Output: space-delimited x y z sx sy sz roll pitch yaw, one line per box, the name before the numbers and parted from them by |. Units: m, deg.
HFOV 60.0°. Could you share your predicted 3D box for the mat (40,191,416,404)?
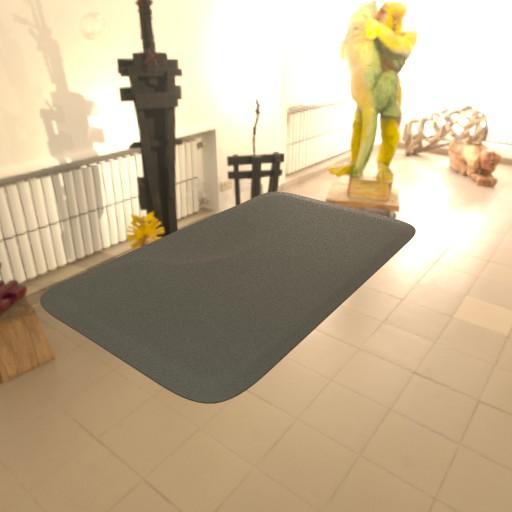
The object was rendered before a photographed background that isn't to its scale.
mat | 0.000 0.000 1.878 0.918 0.013 1.524 19 33 33
